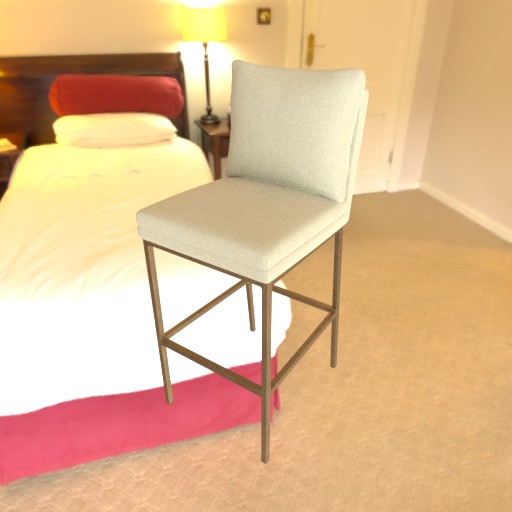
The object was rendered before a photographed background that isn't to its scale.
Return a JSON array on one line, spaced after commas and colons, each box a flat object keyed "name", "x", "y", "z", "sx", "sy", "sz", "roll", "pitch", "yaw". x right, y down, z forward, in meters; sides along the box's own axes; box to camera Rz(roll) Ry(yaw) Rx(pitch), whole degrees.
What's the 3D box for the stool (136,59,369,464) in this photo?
[{"name": "stool", "x": 0.000, "y": 0.000, "z": 1.442, "sx": 0.463, "sy": 1.125, "sz": 0.572, "roll": 19, "pitch": 34, "yaw": 30}]
